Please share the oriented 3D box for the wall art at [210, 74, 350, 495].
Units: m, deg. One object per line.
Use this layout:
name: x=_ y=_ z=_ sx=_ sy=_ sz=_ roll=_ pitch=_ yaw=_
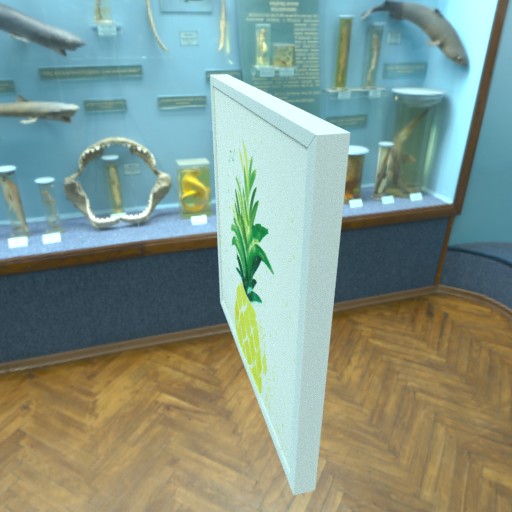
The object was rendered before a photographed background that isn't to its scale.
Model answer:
wall art: x=0.000 y=0.000 z=0.442 sx=0.020 sy=0.307 sz=0.307 roll=-8 pitch=29 yaw=-14
